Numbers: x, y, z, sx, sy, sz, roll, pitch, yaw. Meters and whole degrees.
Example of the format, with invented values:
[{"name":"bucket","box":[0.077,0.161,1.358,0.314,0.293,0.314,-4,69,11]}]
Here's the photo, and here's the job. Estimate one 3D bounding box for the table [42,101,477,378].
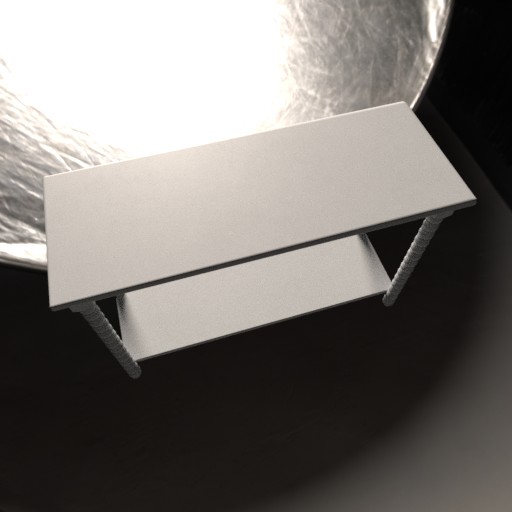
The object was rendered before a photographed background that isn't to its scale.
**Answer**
[{"name":"table","box":[0.000,0.000,1.592,1.184,0.740,0.459,-14,59,-9]}]
